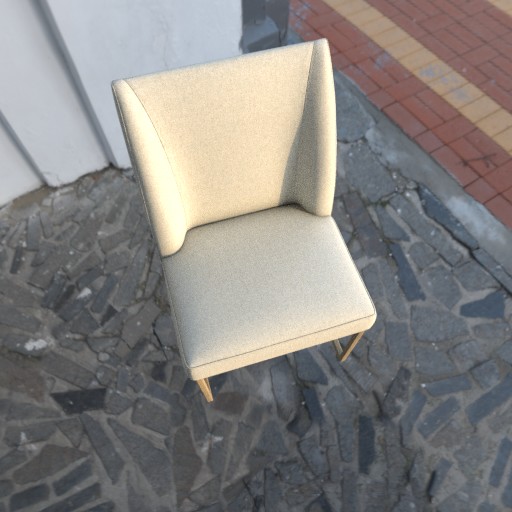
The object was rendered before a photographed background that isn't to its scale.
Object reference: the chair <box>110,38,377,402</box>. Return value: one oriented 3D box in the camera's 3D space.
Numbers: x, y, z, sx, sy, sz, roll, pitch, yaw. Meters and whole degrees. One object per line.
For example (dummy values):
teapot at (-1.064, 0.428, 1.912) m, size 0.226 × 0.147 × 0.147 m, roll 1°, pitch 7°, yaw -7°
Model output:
chair at (0.000, 0.000, 1.189) m, size 0.508 × 0.863 × 0.522 m, roll -15°, pitch 63°, yaw -8°
